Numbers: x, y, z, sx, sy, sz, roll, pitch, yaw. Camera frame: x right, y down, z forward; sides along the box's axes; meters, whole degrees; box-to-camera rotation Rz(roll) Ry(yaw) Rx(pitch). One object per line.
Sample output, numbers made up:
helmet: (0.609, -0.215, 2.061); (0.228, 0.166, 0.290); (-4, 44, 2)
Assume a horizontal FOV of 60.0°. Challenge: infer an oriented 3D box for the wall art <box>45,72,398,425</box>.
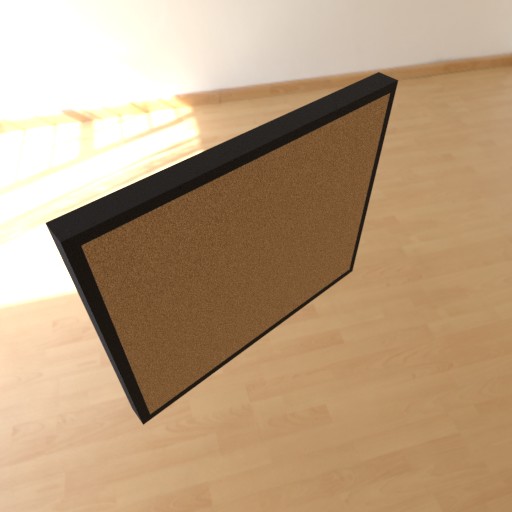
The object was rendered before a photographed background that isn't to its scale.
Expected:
wall art: (0.000, 0.000, 0.536); (0.397, 0.325, 0.028); (-32, 54, -26)
